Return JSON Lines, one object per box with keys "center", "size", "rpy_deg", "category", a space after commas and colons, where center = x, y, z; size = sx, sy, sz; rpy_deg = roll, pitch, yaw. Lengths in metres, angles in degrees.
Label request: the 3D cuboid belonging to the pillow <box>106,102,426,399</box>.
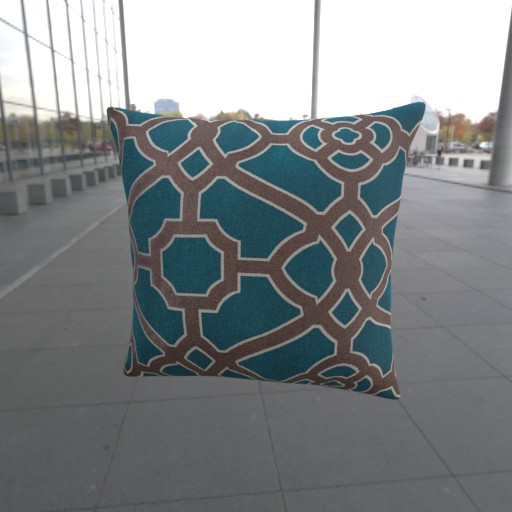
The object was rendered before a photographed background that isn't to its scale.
{"center": [0.000, 0.000, 0.778], "size": [0.526, 0.507, 0.166], "rpy_deg": [2, 15, 9], "category": "pillow"}
